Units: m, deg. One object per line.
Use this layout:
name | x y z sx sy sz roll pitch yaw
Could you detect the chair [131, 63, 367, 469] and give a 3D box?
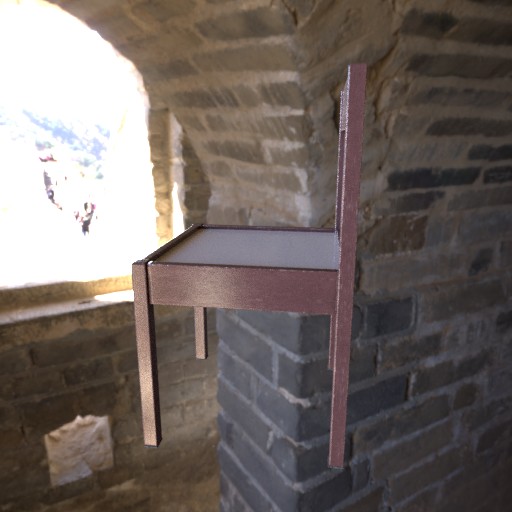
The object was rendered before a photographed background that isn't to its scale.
chair | 0.000 0.000 0.686 0.285 0.505 0.285 2 15 9
